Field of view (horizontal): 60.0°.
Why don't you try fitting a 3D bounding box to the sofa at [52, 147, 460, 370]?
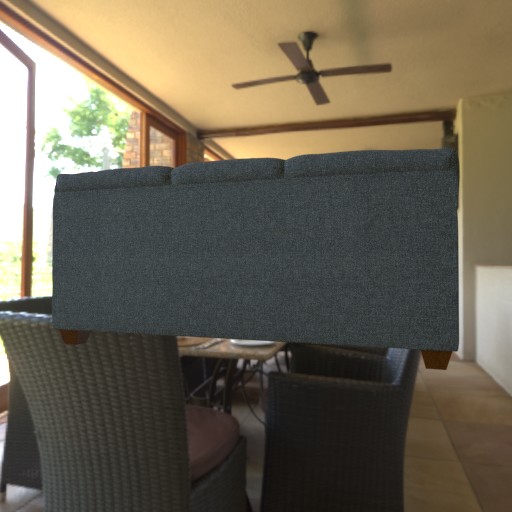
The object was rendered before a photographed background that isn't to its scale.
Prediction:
[{"bbox_3d":[0.000,0.000,2.532,2.024,0.958,0.997,0,-1,18],"label":"sofa"}]
